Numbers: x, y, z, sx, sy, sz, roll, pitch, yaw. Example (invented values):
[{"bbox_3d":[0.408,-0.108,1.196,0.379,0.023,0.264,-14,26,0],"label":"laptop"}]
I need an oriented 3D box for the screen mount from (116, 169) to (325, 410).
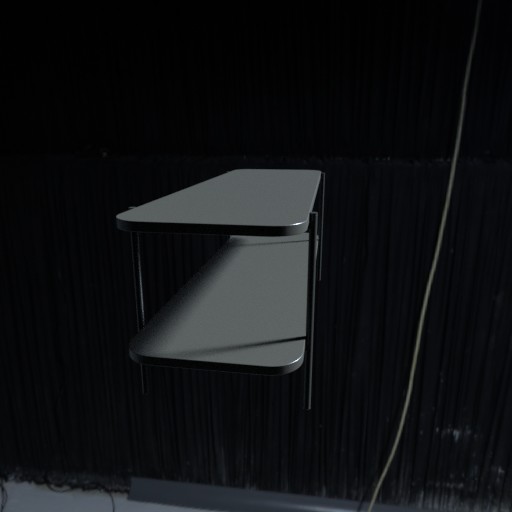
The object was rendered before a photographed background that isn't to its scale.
[{"bbox_3d":[0.000,0.000,1.406,0.400,0.447,1.200,3,16,9],"label":"screen mount"}]
